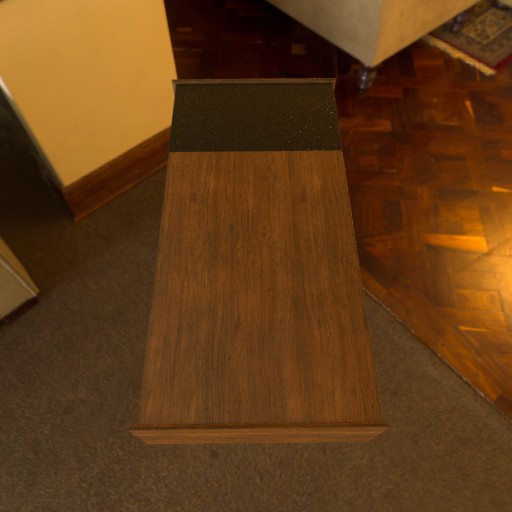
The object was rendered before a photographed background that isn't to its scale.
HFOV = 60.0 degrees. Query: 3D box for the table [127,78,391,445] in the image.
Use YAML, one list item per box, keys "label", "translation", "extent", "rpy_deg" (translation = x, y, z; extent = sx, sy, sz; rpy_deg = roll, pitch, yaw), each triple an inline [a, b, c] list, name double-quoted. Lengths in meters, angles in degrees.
- label: "table"
  translation: [0.000, 0.000, 1.547]
  extent: [0.610, 0.508, 1.221]
  rpy_deg: [-1, 59, 0]
